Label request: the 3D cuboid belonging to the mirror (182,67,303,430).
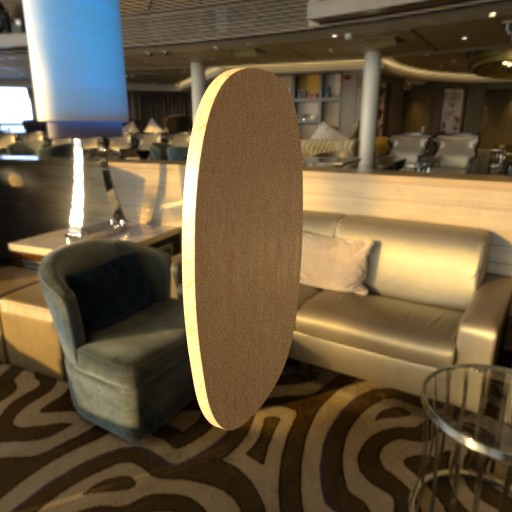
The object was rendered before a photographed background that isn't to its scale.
[{"bbox_3d":[0.000,0.000,1.374,0.037,1.075,0.724,8,18,25],"label":"mirror"}]
